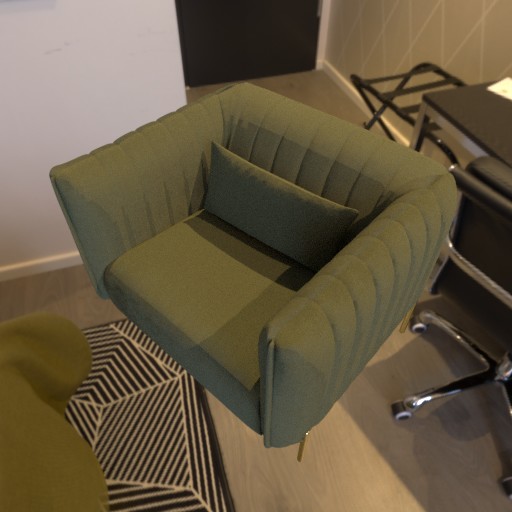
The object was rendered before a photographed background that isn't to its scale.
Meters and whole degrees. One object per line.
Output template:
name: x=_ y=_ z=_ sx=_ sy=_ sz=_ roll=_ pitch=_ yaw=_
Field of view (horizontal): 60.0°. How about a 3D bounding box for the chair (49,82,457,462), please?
chair: x=0.000 y=0.000 z=1.602 sx=1.032 sy=0.794 sz=0.877 roll=33 pitch=55 yaw=27
